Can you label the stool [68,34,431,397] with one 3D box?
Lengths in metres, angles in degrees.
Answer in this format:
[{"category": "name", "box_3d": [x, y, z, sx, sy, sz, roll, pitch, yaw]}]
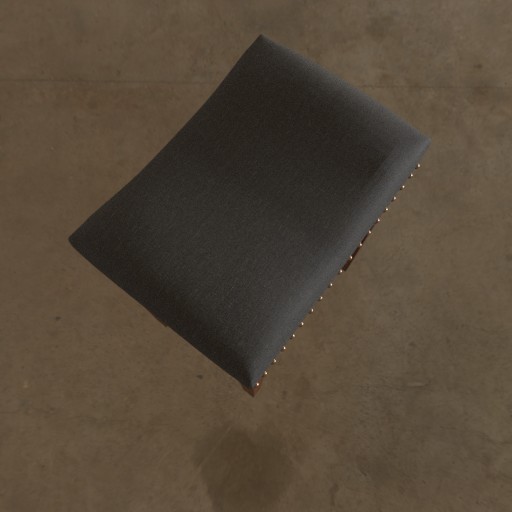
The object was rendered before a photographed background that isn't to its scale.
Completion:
[{"category": "stool", "box_3d": [0.000, 0.000, 1.006, 0.366, 0.748, 0.502, 36, 76, 10]}]
